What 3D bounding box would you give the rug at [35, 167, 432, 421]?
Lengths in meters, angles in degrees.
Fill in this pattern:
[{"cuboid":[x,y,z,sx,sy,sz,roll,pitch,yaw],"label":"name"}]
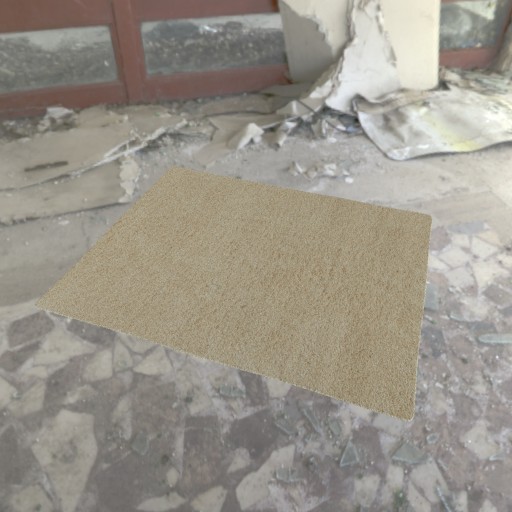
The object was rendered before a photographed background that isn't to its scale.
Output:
[{"cuboid":[0.000,0.000,4.083,3.001,0.025,2.401,13,43,15],"label":"rug"}]
